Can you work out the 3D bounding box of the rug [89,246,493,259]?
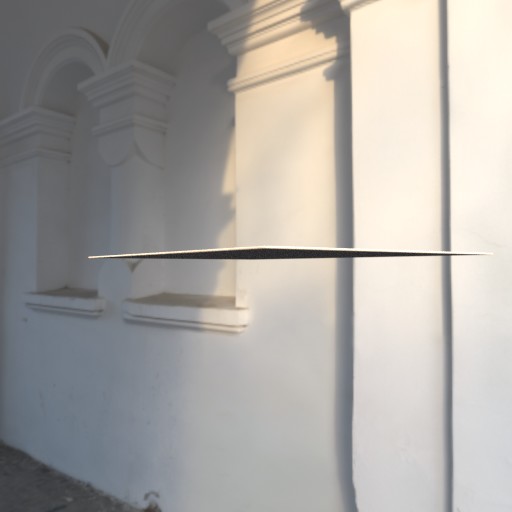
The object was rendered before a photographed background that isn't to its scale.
[{"bbox_3d":[0.000,0.000,2.312,1.220,0.007,1.828,1,-2,-35],"label":"rug"}]
